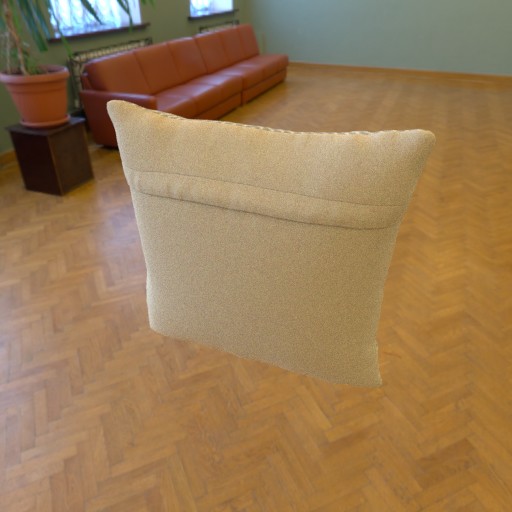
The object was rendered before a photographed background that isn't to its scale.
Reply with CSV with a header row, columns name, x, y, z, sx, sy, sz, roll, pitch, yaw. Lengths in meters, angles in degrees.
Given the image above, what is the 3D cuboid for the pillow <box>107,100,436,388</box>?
name,x,y,z,sx,sy,sz,roll,pitch,yaw
pillow,0.000,0.000,0.714,0.459,0.458,0.181,11,34,17
